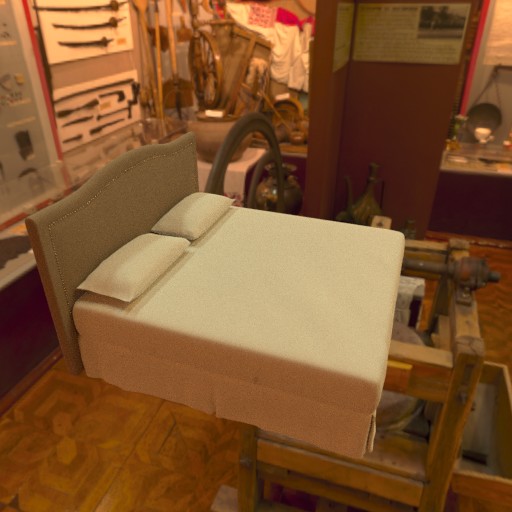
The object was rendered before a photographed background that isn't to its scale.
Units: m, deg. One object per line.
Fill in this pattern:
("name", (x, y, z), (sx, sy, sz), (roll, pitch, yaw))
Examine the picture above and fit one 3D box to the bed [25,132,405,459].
("bed", (0.000, 0.000, 3.437), (2.182, 1.421, 2.083), (10, 32, 17))
